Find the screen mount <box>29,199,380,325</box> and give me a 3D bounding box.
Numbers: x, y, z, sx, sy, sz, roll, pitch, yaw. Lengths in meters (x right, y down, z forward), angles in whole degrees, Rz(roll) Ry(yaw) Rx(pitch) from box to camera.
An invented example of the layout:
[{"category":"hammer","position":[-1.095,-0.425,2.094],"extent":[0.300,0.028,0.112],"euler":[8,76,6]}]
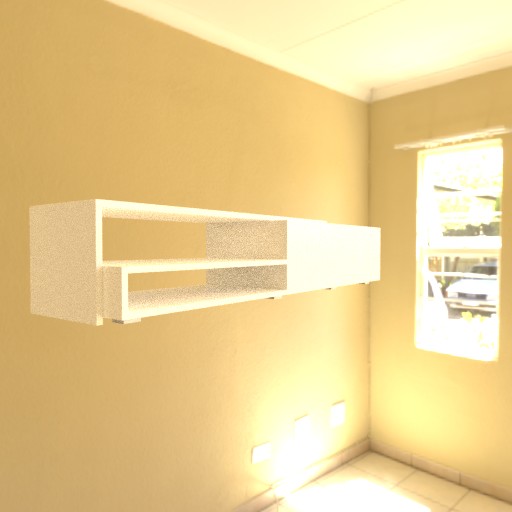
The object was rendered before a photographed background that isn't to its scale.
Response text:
[{"category":"screen mount","position":[0.000,0.000,1.866],"extent":[0.420,0.320,1.680],"euler":[1,2,37]}]
